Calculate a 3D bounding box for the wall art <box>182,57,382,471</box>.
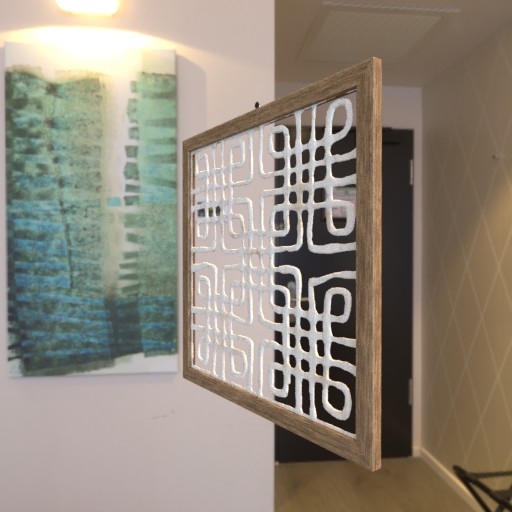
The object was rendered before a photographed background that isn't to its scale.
[{"bbox_3d":[0.000,0.000,0.829,0.021,0.582,0.561,0,1,-36],"label":"wall art"}]
